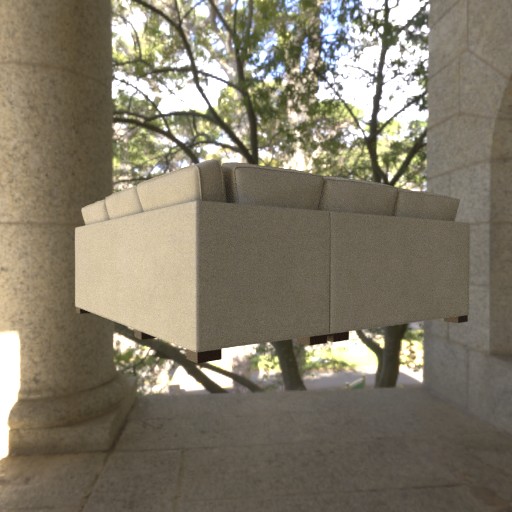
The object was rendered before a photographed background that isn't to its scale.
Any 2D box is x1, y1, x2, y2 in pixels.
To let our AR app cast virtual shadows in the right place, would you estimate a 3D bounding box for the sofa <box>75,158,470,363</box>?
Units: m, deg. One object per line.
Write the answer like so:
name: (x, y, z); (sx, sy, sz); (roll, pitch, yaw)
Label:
sofa: (0.000, 0.000, 3.411); (2.188, 0.936, 2.211); (0, 0, -36)
